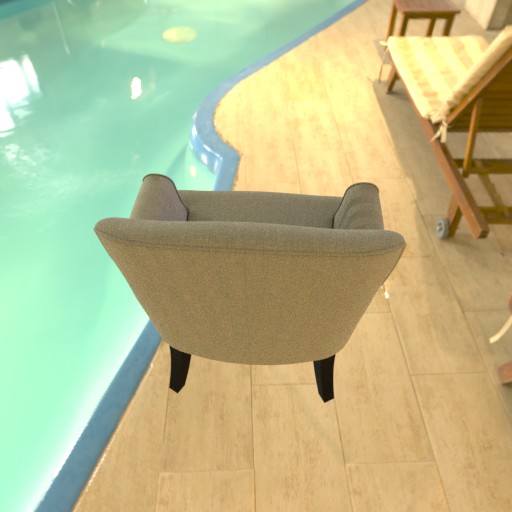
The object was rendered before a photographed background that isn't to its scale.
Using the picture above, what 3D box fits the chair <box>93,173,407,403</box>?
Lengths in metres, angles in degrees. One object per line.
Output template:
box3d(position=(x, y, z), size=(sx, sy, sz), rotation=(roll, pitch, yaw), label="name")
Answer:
box3d(position=(0.000, 0.000, 1.453), size=(0.772, 0.880, 0.755), rotation=(3, 47, 3), label="chair")
